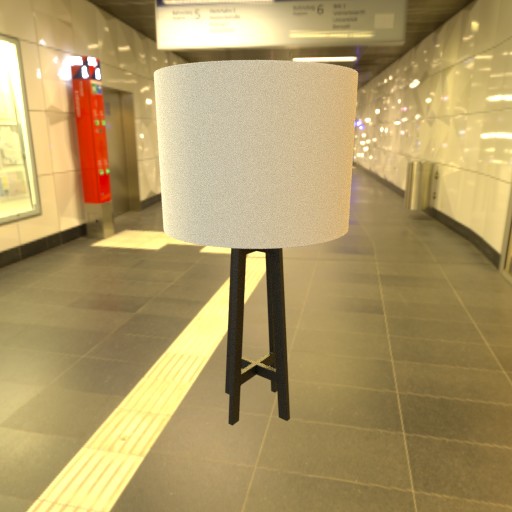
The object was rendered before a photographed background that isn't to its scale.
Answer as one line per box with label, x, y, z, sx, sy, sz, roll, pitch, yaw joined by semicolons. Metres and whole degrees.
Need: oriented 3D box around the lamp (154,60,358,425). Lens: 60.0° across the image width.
lamp;0.000;0.000;0.636;0.257;0.489;0.257;-2;16;-7
